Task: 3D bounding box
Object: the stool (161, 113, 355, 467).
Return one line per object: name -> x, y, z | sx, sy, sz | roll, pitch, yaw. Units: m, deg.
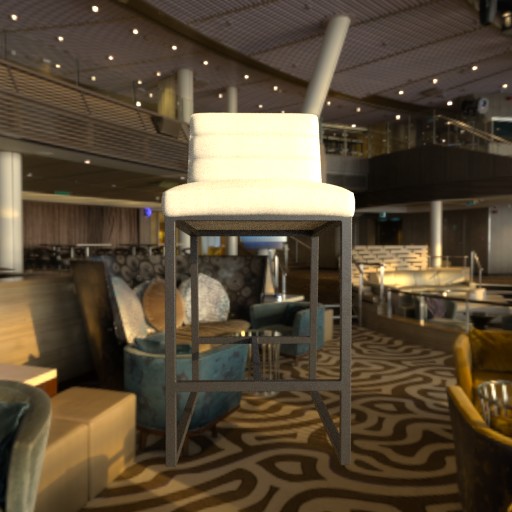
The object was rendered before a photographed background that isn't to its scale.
stool -> 0.000, 0.000, 1.286 | 0.459, 0.971, 0.567 | 0, 1, -1
